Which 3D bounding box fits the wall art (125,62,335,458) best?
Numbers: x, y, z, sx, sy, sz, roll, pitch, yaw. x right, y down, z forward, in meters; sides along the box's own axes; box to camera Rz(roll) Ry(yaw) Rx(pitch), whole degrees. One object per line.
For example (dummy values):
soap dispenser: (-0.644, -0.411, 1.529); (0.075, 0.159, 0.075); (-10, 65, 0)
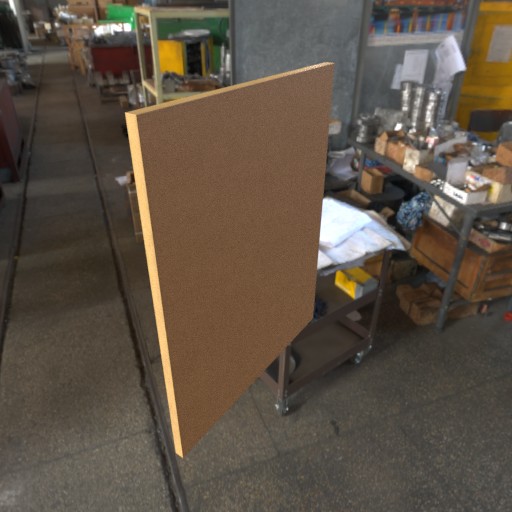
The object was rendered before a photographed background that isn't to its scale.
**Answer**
wall art: (0.000, 0.000, 1.349); (0.030, 1.002, 0.798); (20, 36, 29)
